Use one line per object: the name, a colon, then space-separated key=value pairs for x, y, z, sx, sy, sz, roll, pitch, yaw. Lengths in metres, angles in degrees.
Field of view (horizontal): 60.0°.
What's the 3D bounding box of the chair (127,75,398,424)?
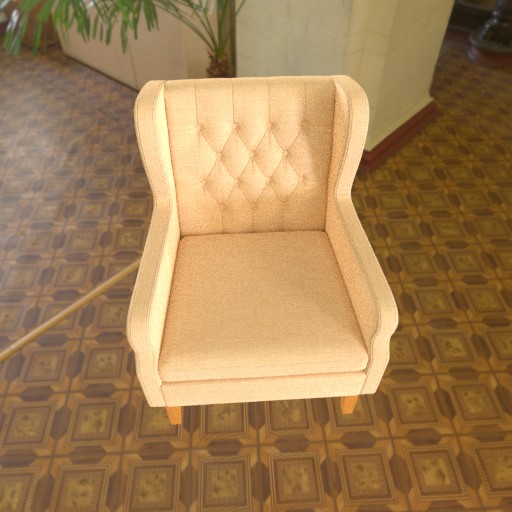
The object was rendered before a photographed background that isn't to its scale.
chair: x=0.000 y=0.000 z=1.453 sx=0.710 sy=0.930 sz=0.760 roll=-3 pitch=47 yaw=-2
